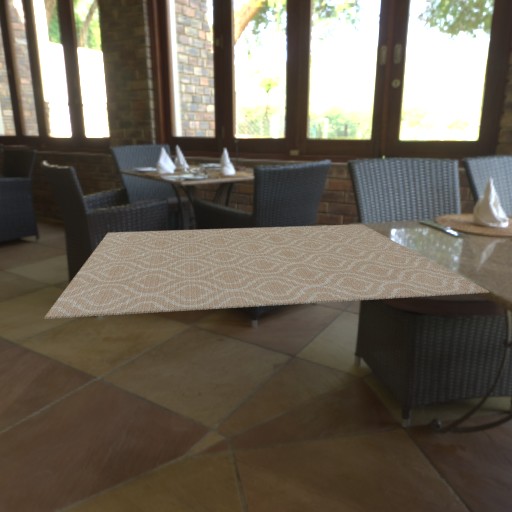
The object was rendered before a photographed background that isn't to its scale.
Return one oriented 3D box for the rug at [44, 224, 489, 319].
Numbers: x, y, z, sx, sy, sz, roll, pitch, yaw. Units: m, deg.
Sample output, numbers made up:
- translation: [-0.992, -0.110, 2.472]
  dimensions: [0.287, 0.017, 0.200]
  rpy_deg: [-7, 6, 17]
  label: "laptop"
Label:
- translation: [0.000, 0.000, 3.922]
  dimensions: [2.894, 0.013, 2.286]
  rpy_deg: [-2, 16, -8]
  label: "rug"
